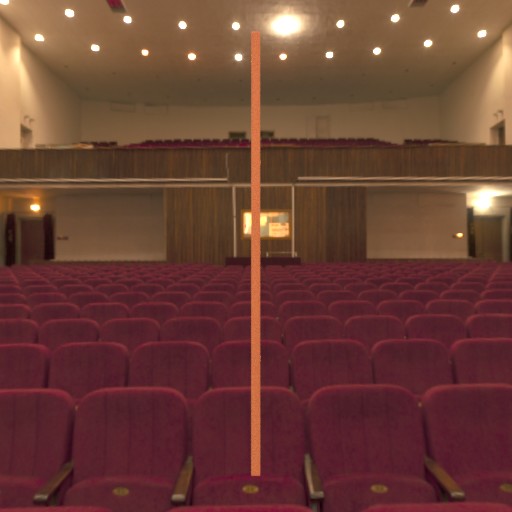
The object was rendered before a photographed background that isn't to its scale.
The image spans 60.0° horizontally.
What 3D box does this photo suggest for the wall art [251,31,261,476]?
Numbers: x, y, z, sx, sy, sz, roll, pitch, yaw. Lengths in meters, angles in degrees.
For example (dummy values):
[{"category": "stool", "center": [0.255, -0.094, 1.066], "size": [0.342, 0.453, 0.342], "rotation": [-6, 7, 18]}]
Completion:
[{"category": "wall art", "center": [0.000, 0.000, 0.872], "size": [0.013, 0.584, 0.584], "rotation": [0, -1, 0]}]
